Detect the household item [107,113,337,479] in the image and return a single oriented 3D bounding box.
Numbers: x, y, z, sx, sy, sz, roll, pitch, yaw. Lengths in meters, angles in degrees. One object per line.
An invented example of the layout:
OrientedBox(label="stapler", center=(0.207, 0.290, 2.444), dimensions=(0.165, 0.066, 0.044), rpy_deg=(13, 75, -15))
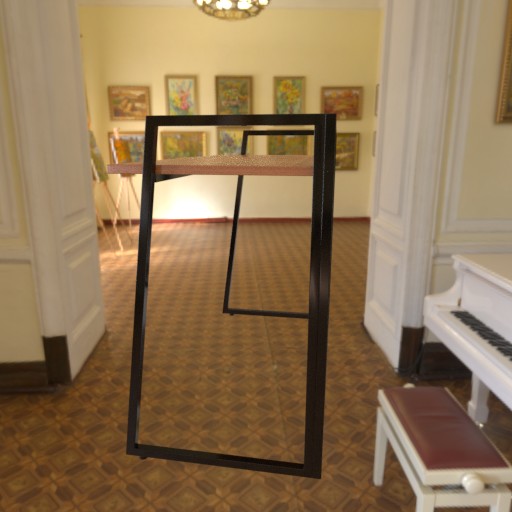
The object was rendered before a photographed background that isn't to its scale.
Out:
OrientedBox(label="household item", center=(0.000, 0.000, 1.519), dimensions=(0.510, 0.860, 1.050), rpy_deg=(2, 14, 10))
